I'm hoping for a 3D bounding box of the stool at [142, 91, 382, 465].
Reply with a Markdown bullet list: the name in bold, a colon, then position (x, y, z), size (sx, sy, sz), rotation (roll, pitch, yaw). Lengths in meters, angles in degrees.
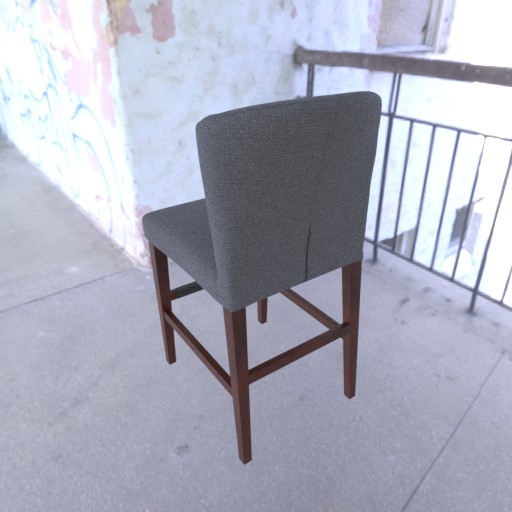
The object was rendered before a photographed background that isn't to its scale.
- **stool**: position (0.000, 0.000, 1.298), size (0.479, 0.968, 0.568), rotation (-19, 34, -30)
